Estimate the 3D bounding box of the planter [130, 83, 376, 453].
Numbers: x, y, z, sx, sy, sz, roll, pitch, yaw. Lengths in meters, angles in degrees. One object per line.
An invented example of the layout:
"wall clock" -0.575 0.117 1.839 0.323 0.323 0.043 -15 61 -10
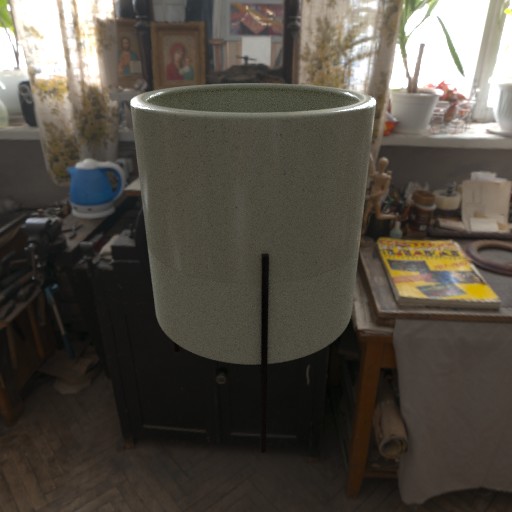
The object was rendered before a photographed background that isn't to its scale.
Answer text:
"planter" 0.000 0.000 0.691 0.323 0.475 0.314 -18 32 -31
